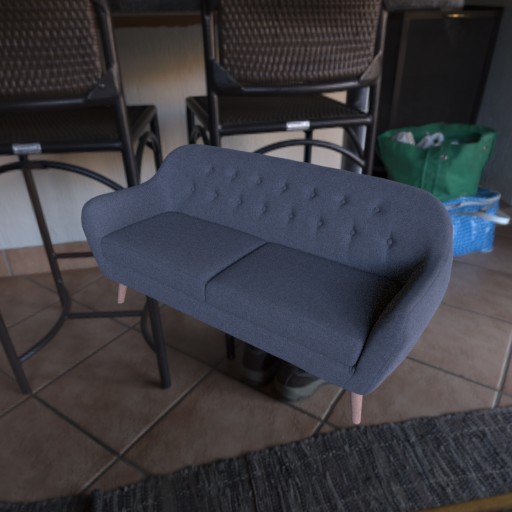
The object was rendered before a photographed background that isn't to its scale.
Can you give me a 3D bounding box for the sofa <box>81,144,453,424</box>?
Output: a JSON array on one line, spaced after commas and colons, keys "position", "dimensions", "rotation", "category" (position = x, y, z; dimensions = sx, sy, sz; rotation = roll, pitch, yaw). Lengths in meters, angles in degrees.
[{"position": [0.000, 0.000, 2.286], "dimensions": [1.840, 0.820, 0.820], "rotation": [19, 33, 31], "category": "sofa"}]
